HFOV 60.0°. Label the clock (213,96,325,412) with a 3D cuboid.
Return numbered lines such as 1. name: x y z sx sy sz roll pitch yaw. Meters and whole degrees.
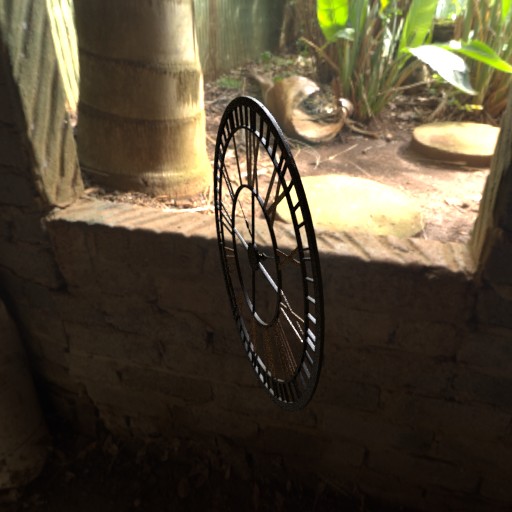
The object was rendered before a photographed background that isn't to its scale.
1. clock: 0.000 0.000 1.238 0.025 0.843 0.843 -10 31 -17
